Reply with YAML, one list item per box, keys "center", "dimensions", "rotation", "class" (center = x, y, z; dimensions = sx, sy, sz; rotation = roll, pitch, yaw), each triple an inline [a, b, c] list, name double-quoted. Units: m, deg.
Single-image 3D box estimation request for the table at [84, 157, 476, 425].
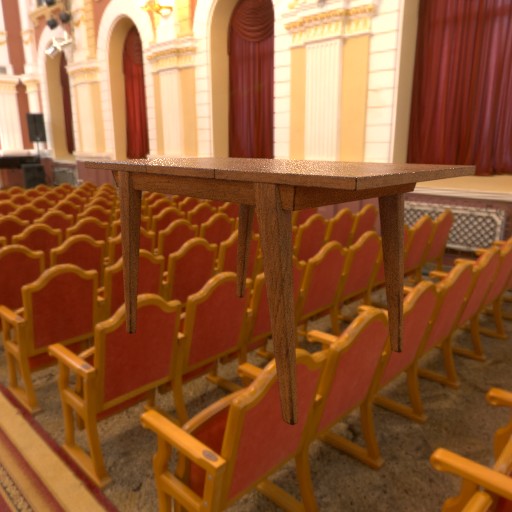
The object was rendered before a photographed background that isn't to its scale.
- center: [0.000, 0.000, 1.850]
  dimensions: [1.400, 0.760, 0.757]
  rotation: [14, 20, 43]
  class: "table"
